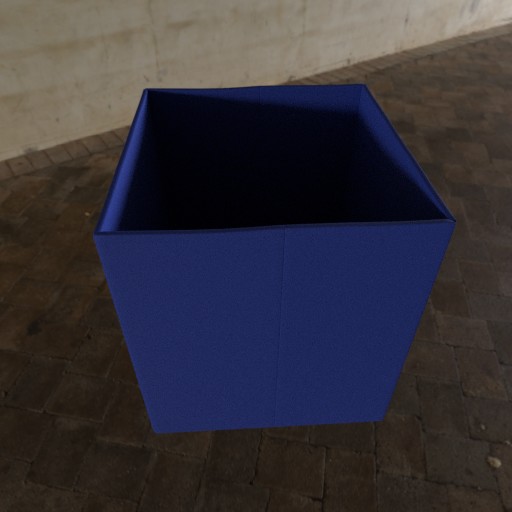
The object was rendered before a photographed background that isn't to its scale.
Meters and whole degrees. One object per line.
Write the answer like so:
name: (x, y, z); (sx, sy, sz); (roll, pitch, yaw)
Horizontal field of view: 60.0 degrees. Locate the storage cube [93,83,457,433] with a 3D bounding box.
storage cube: (0.000, 0.000, 0.494); (0.270, 0.280, 0.270); (-2, 41, -3)
